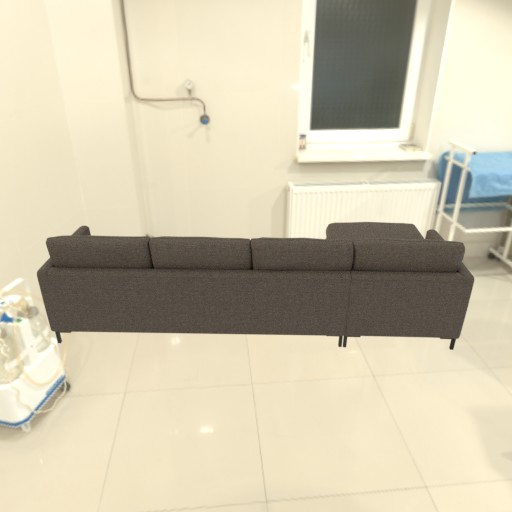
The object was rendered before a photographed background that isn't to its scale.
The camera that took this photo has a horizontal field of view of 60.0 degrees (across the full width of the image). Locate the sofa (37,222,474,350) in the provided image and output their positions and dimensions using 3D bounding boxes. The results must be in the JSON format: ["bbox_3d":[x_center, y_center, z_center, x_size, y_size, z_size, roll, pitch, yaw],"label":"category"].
[{"bbox_3d":[0.000,0.000,3.326,2.731,0.754,1.258,1,27,1],"label":"sofa"}]
